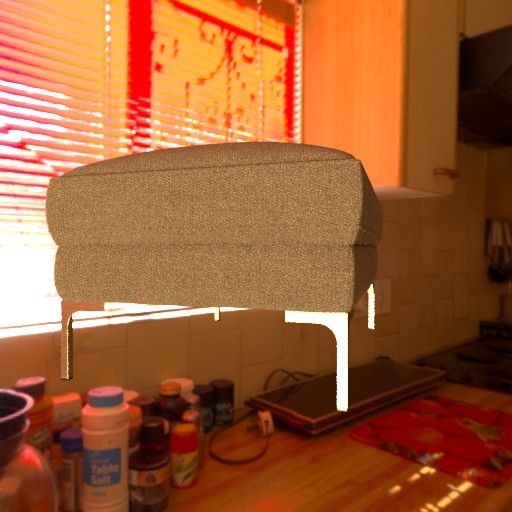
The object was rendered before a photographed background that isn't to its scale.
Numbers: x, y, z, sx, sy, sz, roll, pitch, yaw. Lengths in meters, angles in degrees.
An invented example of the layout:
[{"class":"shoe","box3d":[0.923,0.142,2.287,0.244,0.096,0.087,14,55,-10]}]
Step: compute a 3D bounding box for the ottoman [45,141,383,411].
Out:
[{"class":"ottoman","box3d":[0.000,0.000,1.112,0.583,0.464,0.785,0,1,18]}]
